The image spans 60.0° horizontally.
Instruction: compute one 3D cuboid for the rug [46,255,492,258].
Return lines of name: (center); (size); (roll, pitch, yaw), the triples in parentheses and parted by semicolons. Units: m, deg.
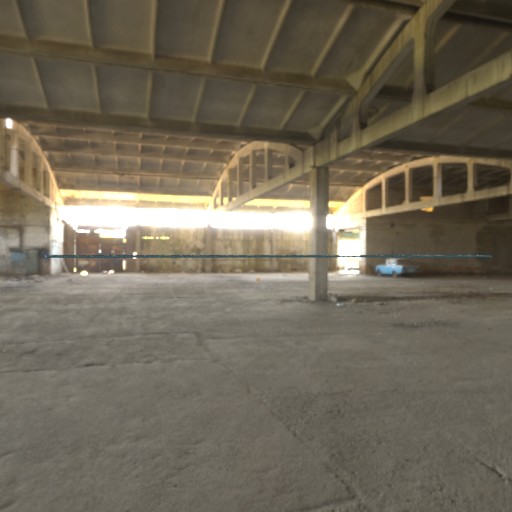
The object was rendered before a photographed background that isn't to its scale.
rug: (0.000, 0.000, 2.831); (2.205, 0.012, 1.554); (0, 0, -16)
